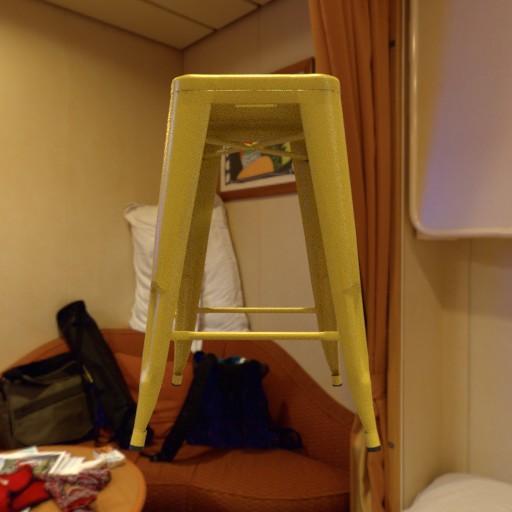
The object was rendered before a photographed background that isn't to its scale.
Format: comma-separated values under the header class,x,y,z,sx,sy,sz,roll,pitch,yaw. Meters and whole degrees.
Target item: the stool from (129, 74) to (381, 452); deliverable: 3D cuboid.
class,x,y,z,sx,sy,sz,roll,pitch,yaw
stool,0.000,0.000,0.862,0.399,0.609,0.359,0,1,0
